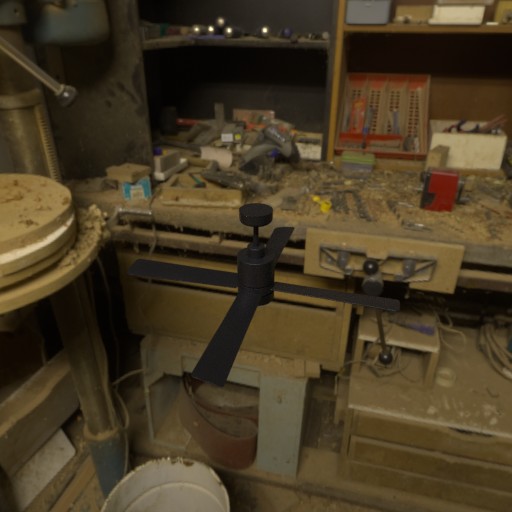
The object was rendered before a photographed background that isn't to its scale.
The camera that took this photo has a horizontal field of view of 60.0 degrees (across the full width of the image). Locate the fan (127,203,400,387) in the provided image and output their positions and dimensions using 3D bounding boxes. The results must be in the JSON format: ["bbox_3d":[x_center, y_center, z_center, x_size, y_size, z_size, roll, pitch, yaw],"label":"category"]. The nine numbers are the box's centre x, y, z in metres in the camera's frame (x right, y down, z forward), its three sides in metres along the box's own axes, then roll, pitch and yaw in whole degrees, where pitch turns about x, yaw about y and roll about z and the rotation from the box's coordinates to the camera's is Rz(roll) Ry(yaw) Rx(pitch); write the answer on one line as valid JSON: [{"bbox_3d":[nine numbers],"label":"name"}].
[{"bbox_3d":[0.000,0.000,2.356,1.525,0.534,1.525,8,30,14],"label":"fan"}]
